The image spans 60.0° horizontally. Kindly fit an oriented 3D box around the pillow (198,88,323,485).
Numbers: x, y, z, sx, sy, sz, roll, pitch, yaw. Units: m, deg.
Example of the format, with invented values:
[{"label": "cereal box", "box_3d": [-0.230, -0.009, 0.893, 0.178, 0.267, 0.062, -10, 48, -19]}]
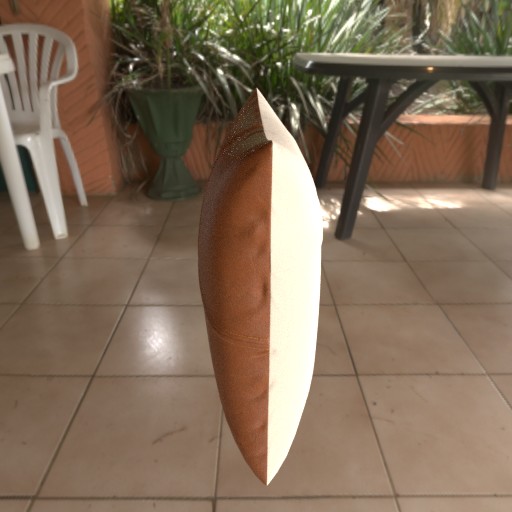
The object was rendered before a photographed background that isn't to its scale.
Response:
[{"label": "pillow", "box_3d": [0.000, 0.000, 0.733, 0.192, 0.477, 0.501, -1, 26, -1]}]
